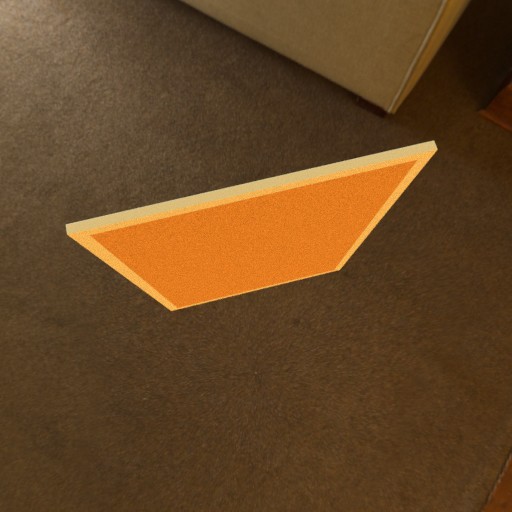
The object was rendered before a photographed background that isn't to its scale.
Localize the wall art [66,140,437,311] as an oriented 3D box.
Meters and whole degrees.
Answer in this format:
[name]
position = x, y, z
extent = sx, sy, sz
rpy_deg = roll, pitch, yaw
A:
[wall art]
position = 0.000, 0.000, 0.848
extent = 0.456, 0.656, 0.013
rpy_deg = -13, 76, -4
